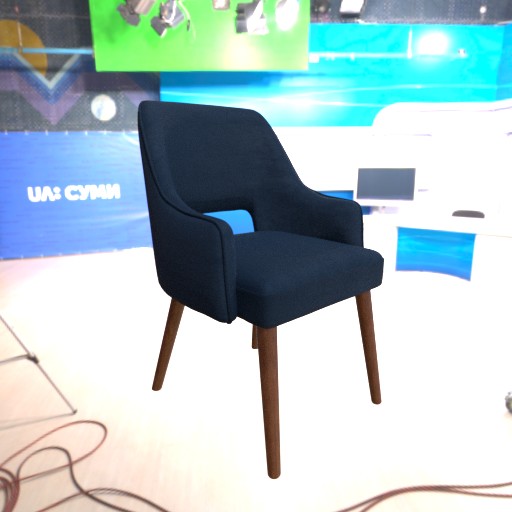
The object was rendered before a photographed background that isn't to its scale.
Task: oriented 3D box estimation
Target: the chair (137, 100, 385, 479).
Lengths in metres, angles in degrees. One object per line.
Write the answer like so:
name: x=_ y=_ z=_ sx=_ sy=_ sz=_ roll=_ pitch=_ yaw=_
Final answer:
chair: x=0.000 y=0.000 z=1.236 sx=0.559 sy=0.844 sz=0.591 roll=-13 pitch=19 yaw=-42
